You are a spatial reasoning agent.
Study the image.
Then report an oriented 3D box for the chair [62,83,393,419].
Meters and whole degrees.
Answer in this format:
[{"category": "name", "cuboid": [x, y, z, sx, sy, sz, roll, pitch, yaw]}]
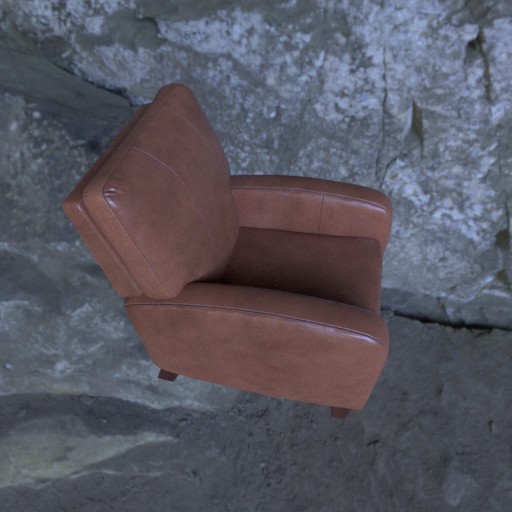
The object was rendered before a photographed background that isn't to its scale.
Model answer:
[{"category": "chair", "cuboid": [0.000, 0.000, 1.654, 0.990, 0.990, 0.762, 10, 48, 9]}]
